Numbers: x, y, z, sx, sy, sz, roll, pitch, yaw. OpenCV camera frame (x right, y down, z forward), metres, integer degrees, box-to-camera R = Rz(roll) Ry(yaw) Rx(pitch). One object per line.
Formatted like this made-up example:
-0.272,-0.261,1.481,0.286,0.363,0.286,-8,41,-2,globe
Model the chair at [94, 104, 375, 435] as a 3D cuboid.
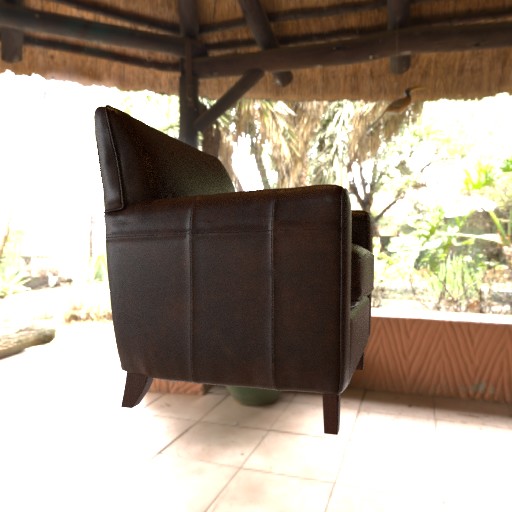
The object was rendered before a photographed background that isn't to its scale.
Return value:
0.000,0.000,1.630,0.823,0.943,0.870,0,0,19,chair
